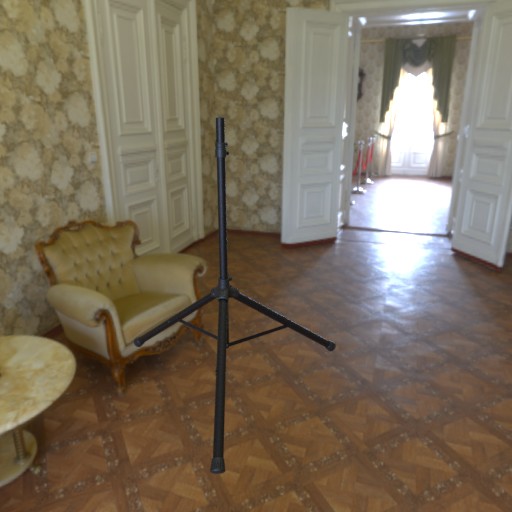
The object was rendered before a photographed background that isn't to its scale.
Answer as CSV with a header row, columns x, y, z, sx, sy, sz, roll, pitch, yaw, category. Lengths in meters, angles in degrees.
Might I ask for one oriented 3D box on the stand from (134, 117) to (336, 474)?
x,y,z,sx,sy,sz,roll,pitch,yaw,category
0.000,0.000,1.905,0.907,1.136,1.045,-9,19,-26,stand
